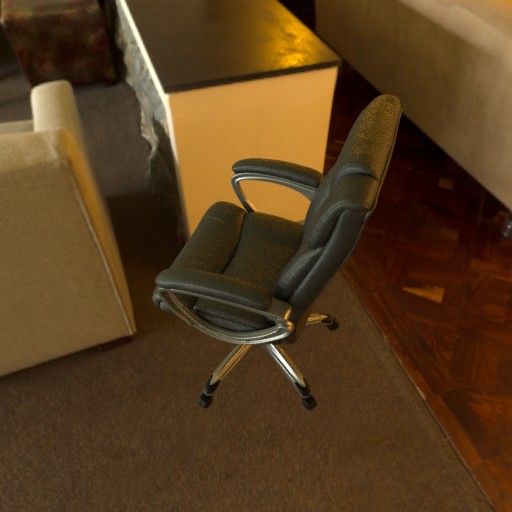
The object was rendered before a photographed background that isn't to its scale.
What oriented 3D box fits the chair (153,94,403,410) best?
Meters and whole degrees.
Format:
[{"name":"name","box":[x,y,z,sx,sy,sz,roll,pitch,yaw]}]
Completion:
[{"name":"chair","box":[0.000,0.000,1.549,0.719,1.130,0.721,16,49,14]}]
